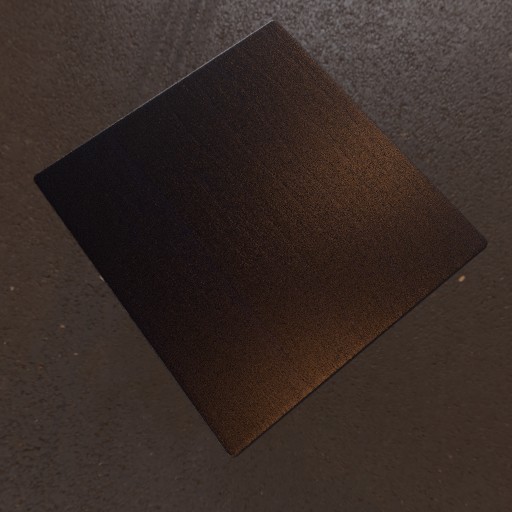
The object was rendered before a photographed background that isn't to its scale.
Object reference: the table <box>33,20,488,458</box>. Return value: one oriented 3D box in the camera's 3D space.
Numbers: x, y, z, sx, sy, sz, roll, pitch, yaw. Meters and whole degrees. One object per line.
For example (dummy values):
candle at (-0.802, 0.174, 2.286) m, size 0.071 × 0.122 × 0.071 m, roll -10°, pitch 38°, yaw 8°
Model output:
table at (0.000, 0.000, 0.966) m, size 0.500 × 0.567 × 0.533 m, roll -37°, pitch 78°, yaw -9°
